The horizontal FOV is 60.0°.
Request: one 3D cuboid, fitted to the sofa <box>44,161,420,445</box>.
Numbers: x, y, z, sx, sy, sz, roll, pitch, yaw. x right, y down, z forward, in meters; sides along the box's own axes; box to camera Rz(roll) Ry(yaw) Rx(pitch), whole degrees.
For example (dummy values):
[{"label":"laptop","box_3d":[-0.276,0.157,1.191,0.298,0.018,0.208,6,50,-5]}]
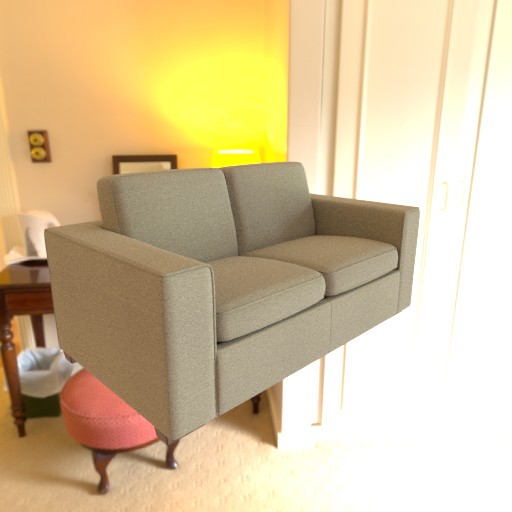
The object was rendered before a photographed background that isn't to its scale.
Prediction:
[{"label":"sofa","box_3d":[0.000,0.000,2.401,1.812,0.924,1.007,-15,22,-43]}]
